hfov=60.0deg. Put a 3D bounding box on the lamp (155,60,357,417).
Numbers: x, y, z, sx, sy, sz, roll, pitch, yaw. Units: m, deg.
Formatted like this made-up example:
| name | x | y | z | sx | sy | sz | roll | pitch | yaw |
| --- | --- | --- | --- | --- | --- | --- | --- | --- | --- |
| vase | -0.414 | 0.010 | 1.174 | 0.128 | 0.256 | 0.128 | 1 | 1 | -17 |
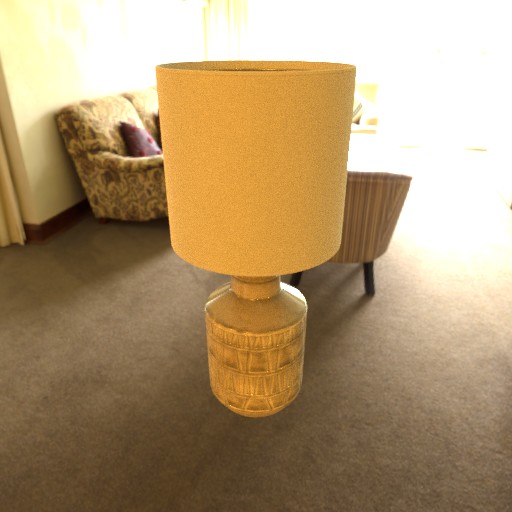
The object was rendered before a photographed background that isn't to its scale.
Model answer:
| name | x | y | z | sx | sy | sz | roll | pitch | yaw |
| --- | --- | --- | --- | --- | --- | --- | --- | --- | --- |
| lamp | 0.000 | 0.000 | 0.573 | 0.211 | 0.455 | 0.211 | -18 | 32 | -32 |
